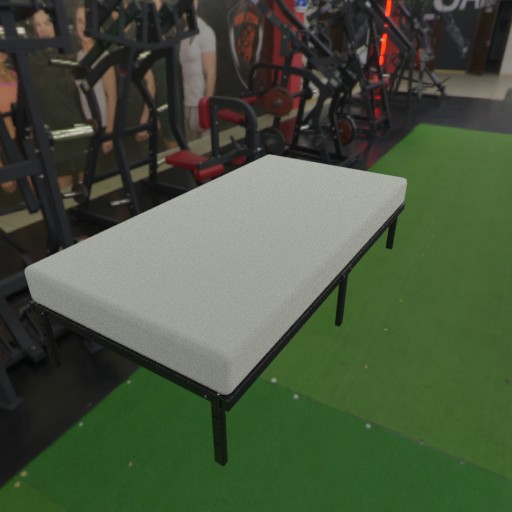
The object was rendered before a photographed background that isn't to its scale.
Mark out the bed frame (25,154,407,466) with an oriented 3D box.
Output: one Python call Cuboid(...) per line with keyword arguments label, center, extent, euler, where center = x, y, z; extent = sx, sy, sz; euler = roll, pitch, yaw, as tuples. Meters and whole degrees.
Cuboid(label="bed frame", center=(0.000, 0.000, 3.206), extent=(1.393, 0.680, 2.635), euler=(17, 33, 28))
